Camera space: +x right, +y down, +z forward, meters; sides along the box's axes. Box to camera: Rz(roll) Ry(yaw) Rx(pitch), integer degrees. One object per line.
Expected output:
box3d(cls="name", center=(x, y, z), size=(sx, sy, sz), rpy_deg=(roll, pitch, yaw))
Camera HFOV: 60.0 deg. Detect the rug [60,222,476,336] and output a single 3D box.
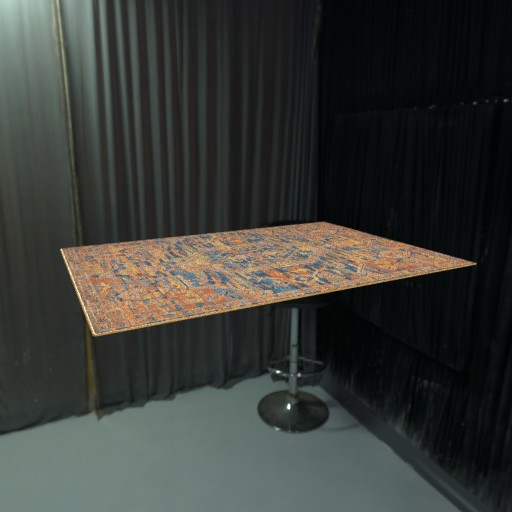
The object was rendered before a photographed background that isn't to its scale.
box3d(cls="rug", center=(0.000, 0.000, 3.766), size=(2.916, 0.019, 2.043), rpy_deg=(-8, 17, -26))
